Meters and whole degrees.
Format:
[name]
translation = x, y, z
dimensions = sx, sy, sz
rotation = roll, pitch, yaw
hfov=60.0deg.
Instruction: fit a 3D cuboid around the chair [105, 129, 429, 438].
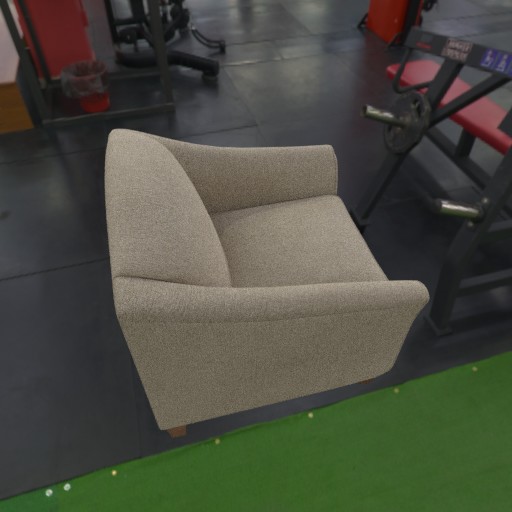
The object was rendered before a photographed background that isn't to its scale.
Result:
[chair]
translation = 0.000, 0.000, 1.441
dimensions = 0.787, 0.839, 0.763
rotation = -10, 47, -10
